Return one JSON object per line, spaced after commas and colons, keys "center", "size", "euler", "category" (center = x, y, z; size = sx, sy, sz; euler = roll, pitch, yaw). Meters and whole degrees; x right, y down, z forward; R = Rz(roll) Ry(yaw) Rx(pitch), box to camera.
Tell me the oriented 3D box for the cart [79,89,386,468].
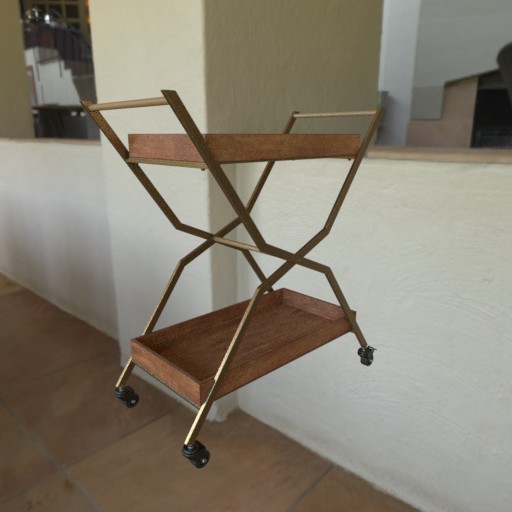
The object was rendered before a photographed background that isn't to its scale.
{"center": [0.000, 0.000, 1.341], "size": [0.836, 0.869, 0.405], "euler": [-14, 21, -42], "category": "cart"}
